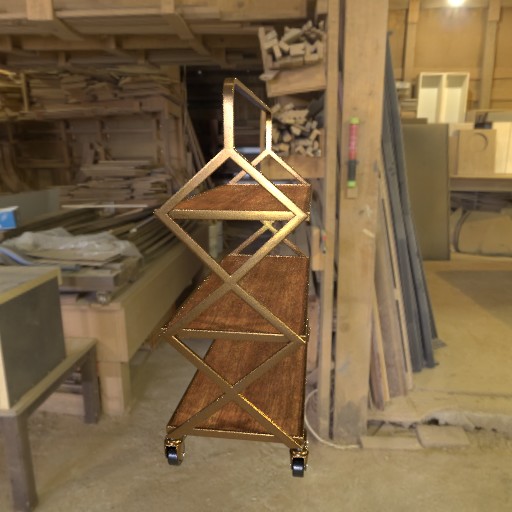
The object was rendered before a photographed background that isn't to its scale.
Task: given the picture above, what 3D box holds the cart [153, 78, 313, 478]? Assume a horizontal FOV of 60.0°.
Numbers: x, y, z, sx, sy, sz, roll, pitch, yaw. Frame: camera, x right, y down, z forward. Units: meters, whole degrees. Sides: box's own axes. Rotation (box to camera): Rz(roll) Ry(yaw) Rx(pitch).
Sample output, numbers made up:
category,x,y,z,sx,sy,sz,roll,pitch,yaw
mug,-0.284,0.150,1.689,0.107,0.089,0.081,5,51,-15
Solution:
category,x,y,z,sx,sy,sz,roll,pitch,yaw
cart,0.000,0.000,1.193,0.313,0.805,0.723,2,14,7
